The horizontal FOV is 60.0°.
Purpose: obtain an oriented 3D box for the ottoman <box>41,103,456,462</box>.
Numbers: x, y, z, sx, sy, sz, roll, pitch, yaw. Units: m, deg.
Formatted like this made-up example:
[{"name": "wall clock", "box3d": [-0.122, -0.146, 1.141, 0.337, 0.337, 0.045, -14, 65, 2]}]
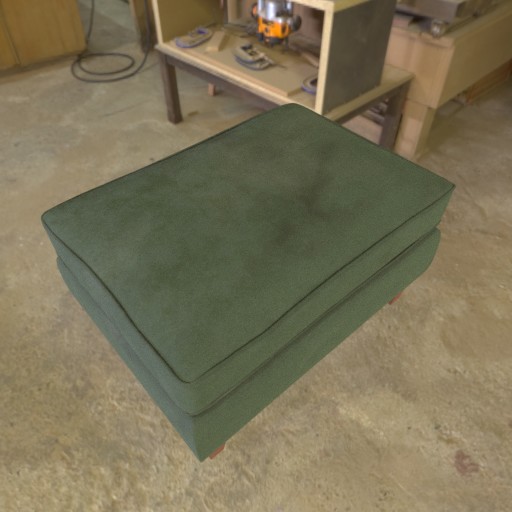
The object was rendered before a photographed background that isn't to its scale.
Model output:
[{"name": "ottoman", "box3d": [0.000, 0.000, 1.220, 0.864, 0.495, 0.632, -32, 54, -27]}]
